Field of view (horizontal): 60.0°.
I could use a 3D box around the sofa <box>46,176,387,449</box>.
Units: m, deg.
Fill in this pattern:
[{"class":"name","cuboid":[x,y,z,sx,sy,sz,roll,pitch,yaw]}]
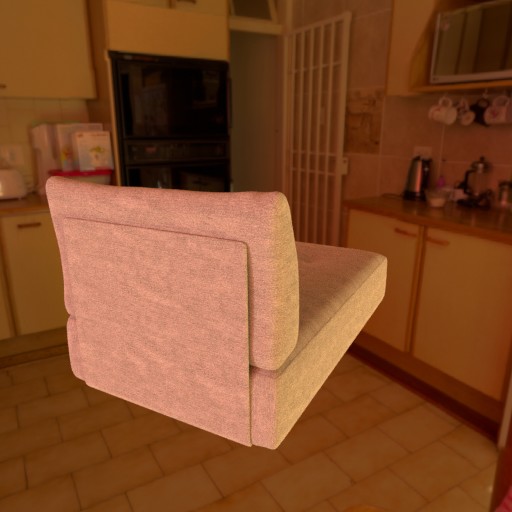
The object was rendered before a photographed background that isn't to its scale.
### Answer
[{"class":"sofa","cuboid":[0.000,0.000,2.031,0.930,0.820,1.450,9,19,27]}]
